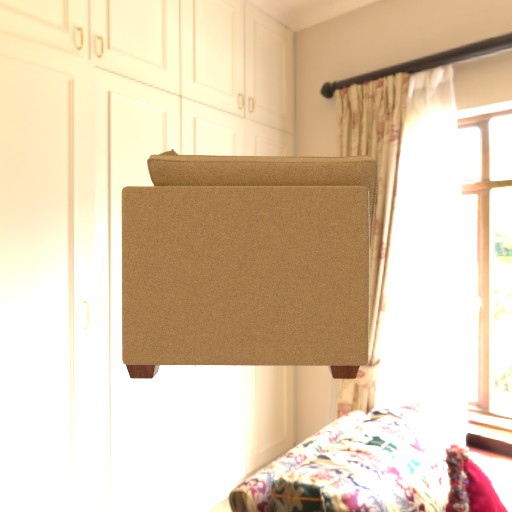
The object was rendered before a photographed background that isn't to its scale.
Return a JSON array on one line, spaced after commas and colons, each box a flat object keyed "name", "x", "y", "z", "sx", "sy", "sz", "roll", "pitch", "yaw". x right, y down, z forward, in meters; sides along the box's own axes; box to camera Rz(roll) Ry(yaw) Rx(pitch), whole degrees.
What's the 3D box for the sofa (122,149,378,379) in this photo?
[{"name": "sofa", "x": 0.000, "y": 0.000, "z": 2.888, "sx": 1.061, "sy": 0.962, "sz": 2.317, "roll": 0, "pitch": 1, "yaw": 1}]
